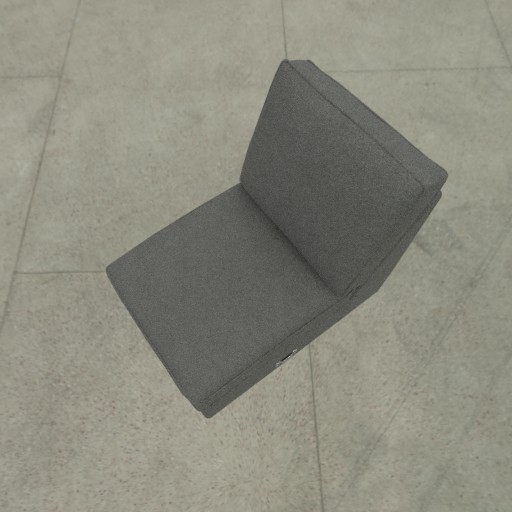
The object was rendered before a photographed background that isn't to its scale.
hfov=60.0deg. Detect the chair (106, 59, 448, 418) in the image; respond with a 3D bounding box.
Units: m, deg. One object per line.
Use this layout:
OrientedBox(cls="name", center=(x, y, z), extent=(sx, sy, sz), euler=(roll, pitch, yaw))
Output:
OrientedBox(cls="chair", center=(0.000, 0.000, 1.571), extent=(0.938, 0.970, 0.621), euler=(-34, 68, -16))
